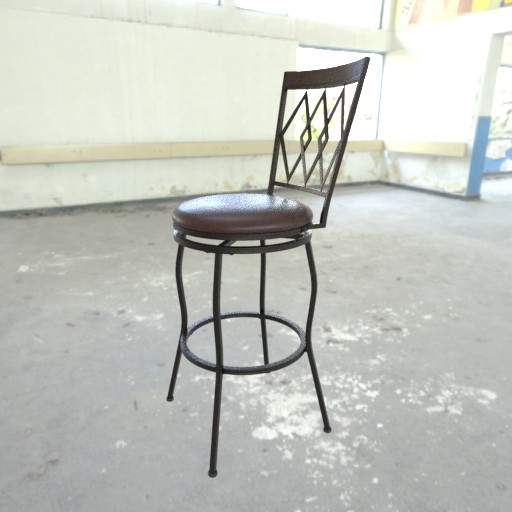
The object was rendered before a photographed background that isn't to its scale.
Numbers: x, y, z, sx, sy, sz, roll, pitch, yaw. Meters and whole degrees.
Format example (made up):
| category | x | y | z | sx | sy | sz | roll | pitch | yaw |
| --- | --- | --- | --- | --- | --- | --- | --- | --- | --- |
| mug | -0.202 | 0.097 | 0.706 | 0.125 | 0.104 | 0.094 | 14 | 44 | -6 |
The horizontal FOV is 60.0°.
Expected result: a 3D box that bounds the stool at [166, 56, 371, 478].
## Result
| category | x | y | z | sx | sy | sz | roll | pitch | yaw |
| --- | --- | --- | --- | --- | --- | --- | --- | --- | --- |
| stool | 0.000 | 0.000 | 1.392 | 0.521 | 1.134 | 0.432 | -9 | 19 | -27 |
